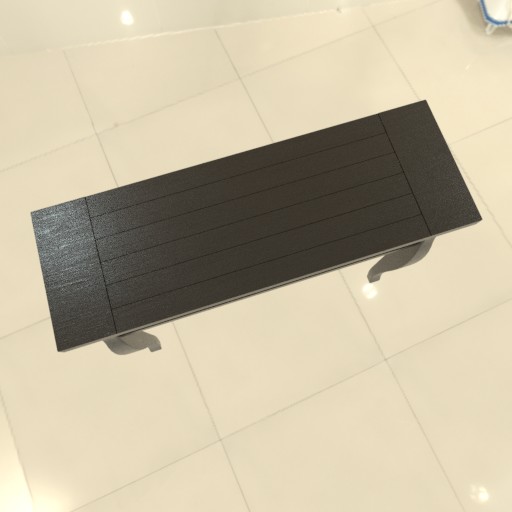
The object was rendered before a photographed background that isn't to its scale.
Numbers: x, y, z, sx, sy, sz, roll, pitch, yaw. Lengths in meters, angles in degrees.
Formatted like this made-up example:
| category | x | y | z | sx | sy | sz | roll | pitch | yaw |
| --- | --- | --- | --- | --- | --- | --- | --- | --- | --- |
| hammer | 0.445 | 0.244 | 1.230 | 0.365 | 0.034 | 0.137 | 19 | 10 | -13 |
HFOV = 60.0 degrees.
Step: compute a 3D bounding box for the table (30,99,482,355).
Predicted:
| category | x | y | z | sx | sy | sz | roll | pitch | yaw |
| --- | --- | --- | --- | --- | --- | --- | --- | --- | --- |
| table | 0.000 | 0.000 | 1.468 | 1.062 | 0.768 | 0.373 | -17 | 76 | -4 |
